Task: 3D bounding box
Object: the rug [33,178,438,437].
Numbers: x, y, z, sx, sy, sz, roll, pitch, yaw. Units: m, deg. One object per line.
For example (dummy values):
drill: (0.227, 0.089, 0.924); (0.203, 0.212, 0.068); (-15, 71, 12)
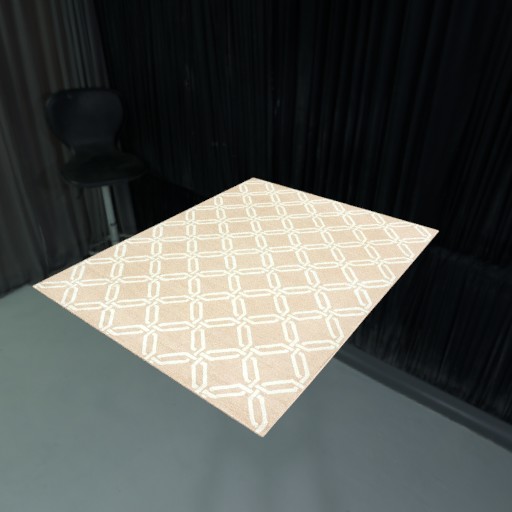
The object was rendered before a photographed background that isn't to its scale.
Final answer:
rug: (0.000, 0.000, 3.933); (2.288, 0.018, 2.895); (22, 38, 31)
